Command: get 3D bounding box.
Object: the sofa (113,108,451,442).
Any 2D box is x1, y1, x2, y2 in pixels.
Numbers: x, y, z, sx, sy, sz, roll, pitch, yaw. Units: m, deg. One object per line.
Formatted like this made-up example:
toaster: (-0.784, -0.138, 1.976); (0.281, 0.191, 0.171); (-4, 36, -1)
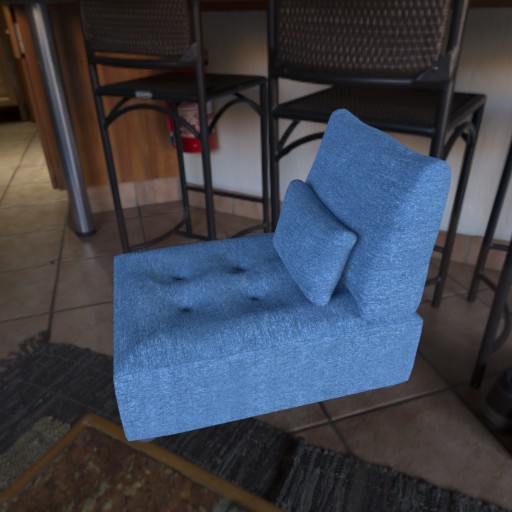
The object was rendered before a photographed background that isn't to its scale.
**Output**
sofa: (0.000, 0.000, 1.547); (1.000, 0.820, 0.700); (-8, 31, -13)
